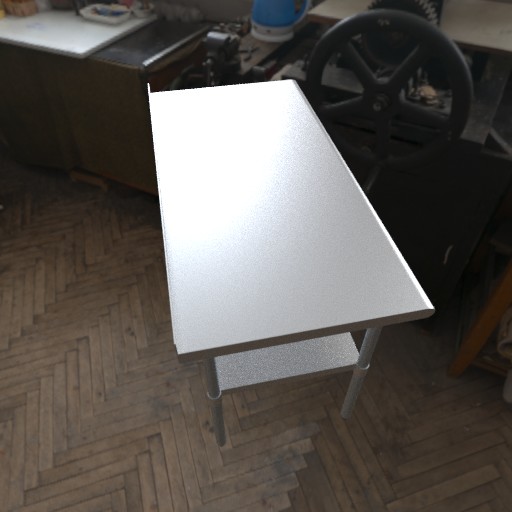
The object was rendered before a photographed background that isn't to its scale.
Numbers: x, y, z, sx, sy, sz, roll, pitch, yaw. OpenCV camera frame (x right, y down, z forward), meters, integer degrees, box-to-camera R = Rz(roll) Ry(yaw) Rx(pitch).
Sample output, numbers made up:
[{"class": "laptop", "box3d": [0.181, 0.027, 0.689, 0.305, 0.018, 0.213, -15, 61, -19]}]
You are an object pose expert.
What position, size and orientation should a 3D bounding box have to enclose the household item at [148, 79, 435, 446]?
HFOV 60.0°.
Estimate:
[{"class": "household item", "box3d": [0.000, 0.000, 1.685, 0.610, 0.851, 1.219, -9, 47, -8]}]
